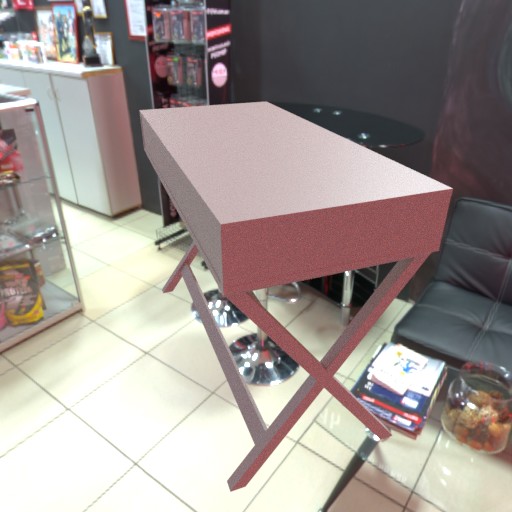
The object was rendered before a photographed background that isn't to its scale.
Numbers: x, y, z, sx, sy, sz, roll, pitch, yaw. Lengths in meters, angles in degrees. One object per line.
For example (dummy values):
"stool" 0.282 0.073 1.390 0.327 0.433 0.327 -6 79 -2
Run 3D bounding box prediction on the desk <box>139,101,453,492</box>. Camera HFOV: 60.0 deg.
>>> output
"desk" 0.000 0.000 1.472 0.525 0.780 1.057 -10 31 -18
